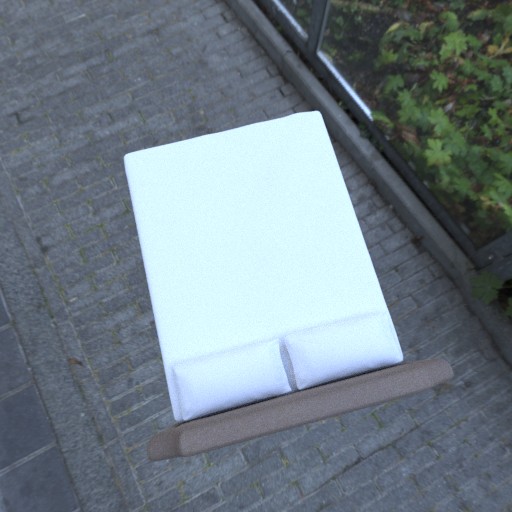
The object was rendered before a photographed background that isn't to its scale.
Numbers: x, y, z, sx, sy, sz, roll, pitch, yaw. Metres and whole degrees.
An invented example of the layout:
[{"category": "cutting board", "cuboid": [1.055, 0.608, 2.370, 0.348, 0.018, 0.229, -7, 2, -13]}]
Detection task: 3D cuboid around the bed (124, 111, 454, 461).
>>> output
[{"category": "bed", "cuboid": [0.000, 0.000, 3.031, 1.693, 1.290, 2.116, -14, 75, -4]}]
